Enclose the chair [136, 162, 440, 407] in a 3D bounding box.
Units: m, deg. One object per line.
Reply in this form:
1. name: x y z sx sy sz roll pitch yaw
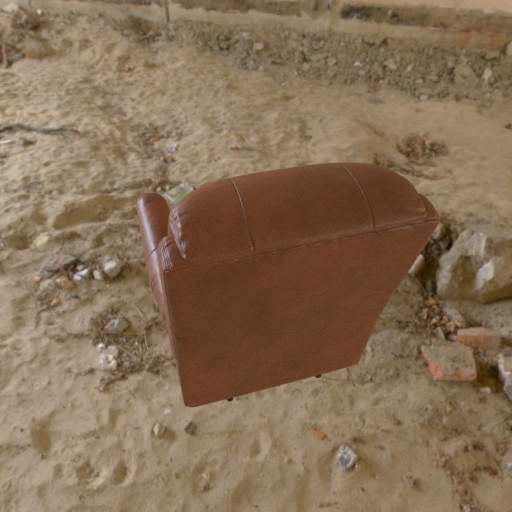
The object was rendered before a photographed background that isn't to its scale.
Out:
1. chair: 0.000 0.000 1.741 0.838 1.054 1.014 -11 41 -13
